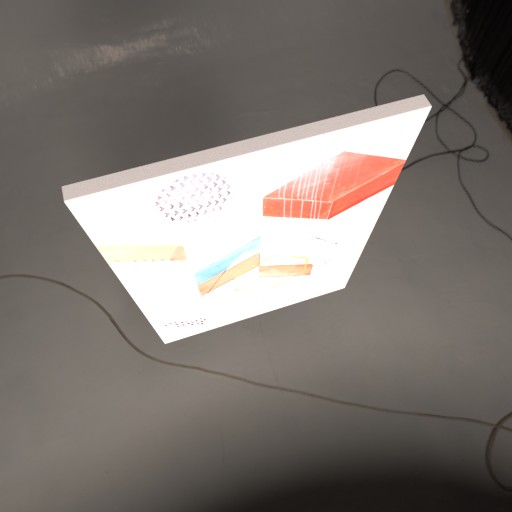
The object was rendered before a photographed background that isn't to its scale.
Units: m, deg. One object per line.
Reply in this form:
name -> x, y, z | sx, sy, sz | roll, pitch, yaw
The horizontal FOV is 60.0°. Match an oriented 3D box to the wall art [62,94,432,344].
wall art -> 0.000, 0.000, 1.606 | 0.914, 1.221, 0.046 | -16, 65, -8
